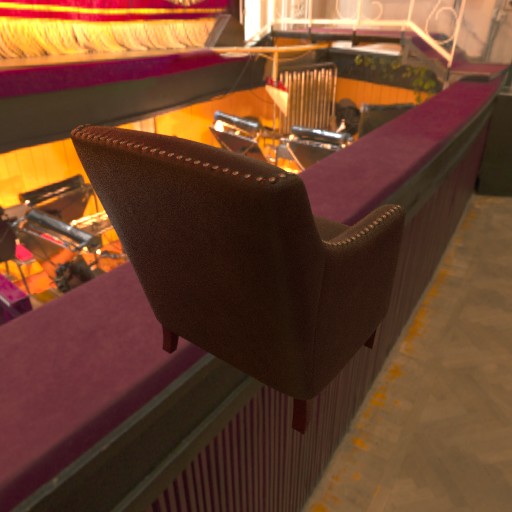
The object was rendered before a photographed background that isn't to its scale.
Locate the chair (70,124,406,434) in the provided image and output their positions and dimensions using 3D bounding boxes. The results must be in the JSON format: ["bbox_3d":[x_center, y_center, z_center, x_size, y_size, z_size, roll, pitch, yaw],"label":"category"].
[{"bbox_3d":[0.000,0.000,1.317,0.639,0.813,0.704,21,35,32],"label":"chair"}]
